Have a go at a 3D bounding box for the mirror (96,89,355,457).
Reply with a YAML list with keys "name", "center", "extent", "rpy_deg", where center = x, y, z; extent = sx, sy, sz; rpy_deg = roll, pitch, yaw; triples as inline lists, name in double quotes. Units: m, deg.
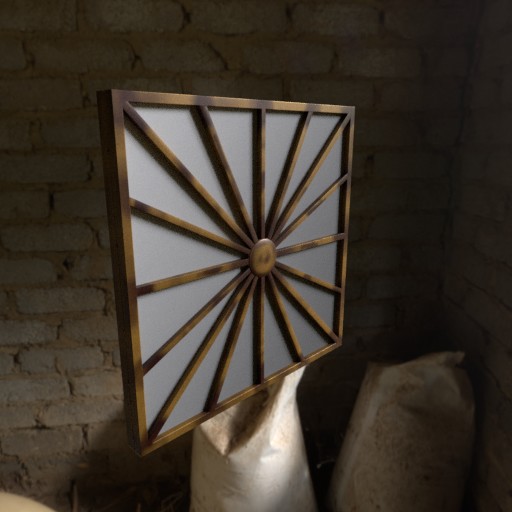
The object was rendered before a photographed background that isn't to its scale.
- name: "mirror"
  center: [0.000, 0.000, 0.766]
  extent: [0.509, 0.507, 0.042]
  rpy_deg: [-15, 21, -43]
